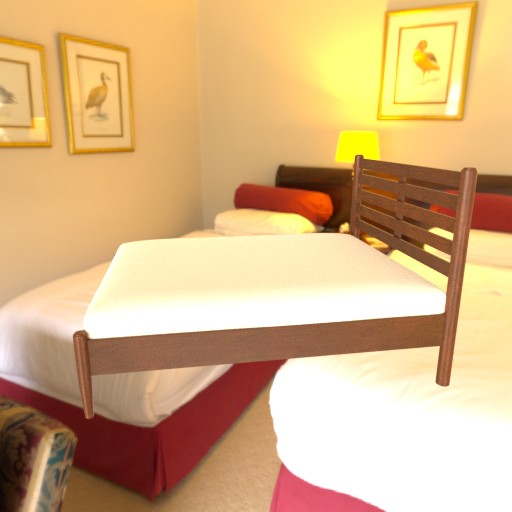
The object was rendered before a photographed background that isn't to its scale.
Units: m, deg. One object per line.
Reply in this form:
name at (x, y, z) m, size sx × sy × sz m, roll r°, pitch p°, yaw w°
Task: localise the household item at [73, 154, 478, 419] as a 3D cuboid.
household item at (0.000, 0.000, 3.228) m, size 2.232 × 1.356 × 1.663 m, roll -3°, pitch 16°, yaw -9°
